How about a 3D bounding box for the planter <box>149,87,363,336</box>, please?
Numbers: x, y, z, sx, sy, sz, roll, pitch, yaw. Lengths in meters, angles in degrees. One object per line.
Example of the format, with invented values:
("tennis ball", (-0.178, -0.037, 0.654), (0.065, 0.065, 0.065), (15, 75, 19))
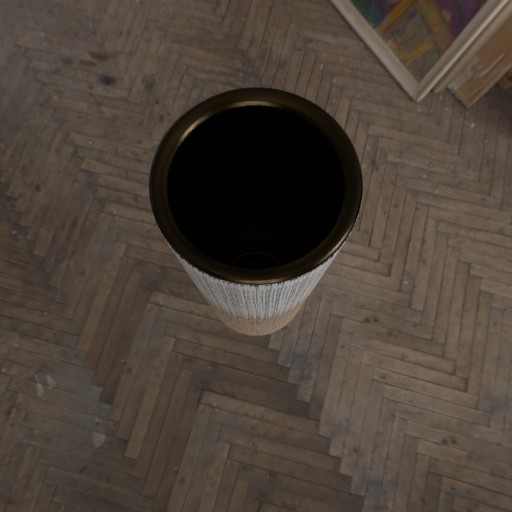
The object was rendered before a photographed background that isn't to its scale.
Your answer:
("planter", (0.000, 0.000, 0.336), (0.099, 0.278, 0.099), (21, 76, 5))
